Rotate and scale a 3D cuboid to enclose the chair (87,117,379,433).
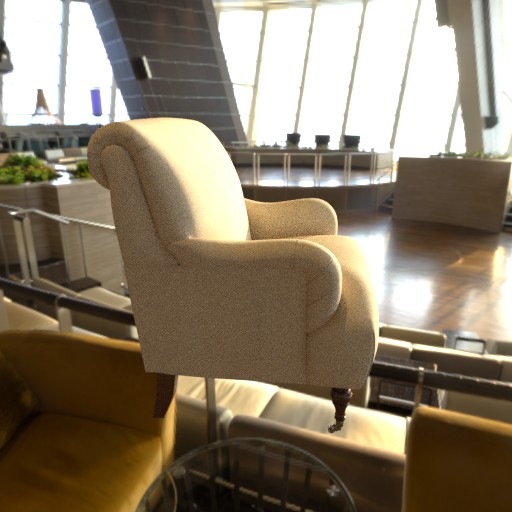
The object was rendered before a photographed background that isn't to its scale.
[{"bbox_3d":[0.000,0.000,1.585,0.842,0.944,0.766,3,18,8],"label":"chair"}]
